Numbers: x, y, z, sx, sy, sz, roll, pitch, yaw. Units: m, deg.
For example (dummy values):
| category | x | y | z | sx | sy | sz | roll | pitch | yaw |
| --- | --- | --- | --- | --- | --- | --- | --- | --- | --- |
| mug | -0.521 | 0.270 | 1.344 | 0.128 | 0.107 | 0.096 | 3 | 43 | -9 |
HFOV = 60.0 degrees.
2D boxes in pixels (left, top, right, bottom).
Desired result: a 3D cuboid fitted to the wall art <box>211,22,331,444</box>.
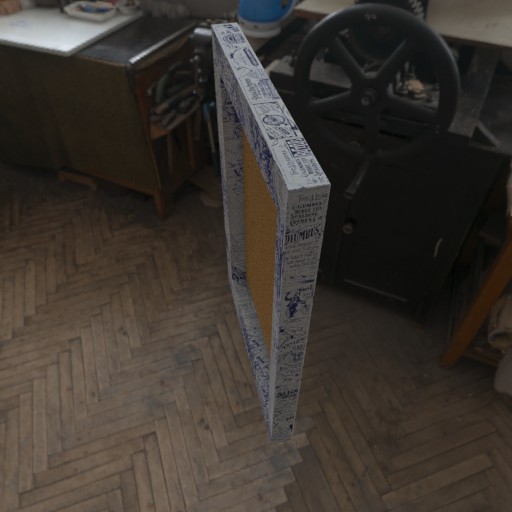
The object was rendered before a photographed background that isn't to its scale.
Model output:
| category | x | y | z | sx | sy | sz | roll | pitch | yaw |
| --- | --- | --- | --- | --- | --- | --- | --- | --- | --- |
| wall art | 0.000 | 0.000 | 0.469 | 0.025 | 0.376 | 0.255 | -10 | 48 | -9 |
